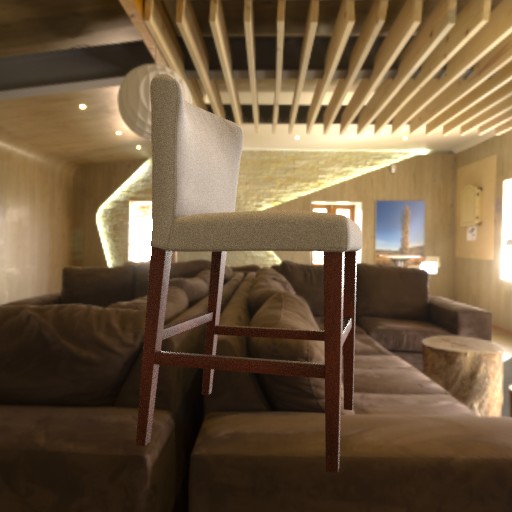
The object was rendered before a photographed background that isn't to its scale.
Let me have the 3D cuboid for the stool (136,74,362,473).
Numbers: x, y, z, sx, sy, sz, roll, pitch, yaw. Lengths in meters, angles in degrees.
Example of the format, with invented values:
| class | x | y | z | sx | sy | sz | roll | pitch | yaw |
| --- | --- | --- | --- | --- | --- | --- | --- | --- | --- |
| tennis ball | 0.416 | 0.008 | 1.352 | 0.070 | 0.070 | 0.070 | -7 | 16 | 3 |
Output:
| class | x | y | z | sx | sy | sz | roll | pitch | yaw |
| --- | --- | --- | --- | --- | --- | --- | --- | --- | --- |
| stool | 0.000 | 0.000 | 1.267 | 0.568 | 0.968 | 0.479 | 0 | 1 | 17 |
